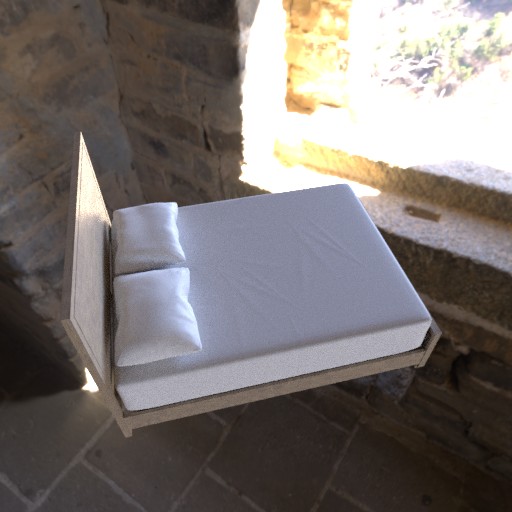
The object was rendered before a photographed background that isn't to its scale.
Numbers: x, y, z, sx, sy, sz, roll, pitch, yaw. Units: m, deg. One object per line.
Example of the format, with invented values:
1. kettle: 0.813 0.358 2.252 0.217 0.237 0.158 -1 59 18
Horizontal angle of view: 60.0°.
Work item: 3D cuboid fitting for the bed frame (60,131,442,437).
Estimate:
1. bed frame: 0.000 0.000 3.191 2.189 1.369 1.606 -10 48 -9
